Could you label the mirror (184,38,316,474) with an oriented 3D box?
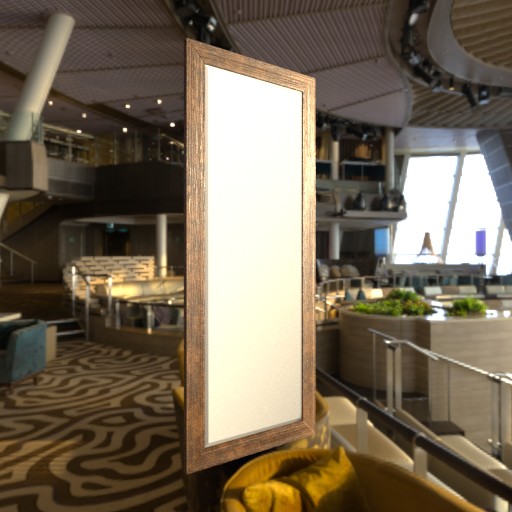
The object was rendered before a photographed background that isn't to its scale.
[{"bbox_3d":[0.000,0.000,2.310,0.812,2.031,0.032,0,0,-35],"label":"mirror"}]
